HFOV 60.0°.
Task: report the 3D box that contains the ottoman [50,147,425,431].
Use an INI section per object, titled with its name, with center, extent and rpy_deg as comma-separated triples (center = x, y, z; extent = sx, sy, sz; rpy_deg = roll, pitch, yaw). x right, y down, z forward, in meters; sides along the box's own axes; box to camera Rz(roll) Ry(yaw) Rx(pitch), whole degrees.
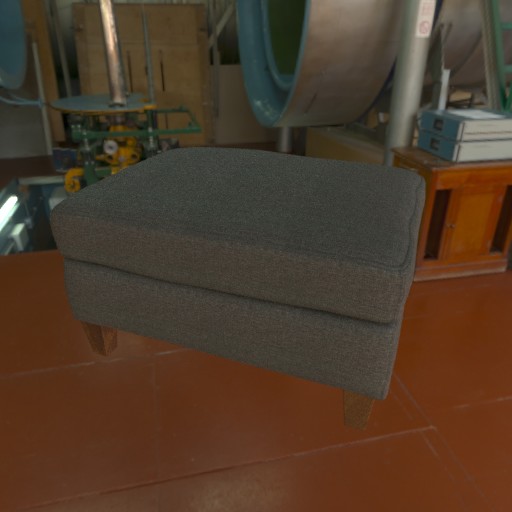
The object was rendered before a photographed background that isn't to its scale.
[ottoman]
center = 0.000, 0.000, 1.233
extent = 0.826, 0.496, 0.639
rpy_deg = 10, 29, 19
